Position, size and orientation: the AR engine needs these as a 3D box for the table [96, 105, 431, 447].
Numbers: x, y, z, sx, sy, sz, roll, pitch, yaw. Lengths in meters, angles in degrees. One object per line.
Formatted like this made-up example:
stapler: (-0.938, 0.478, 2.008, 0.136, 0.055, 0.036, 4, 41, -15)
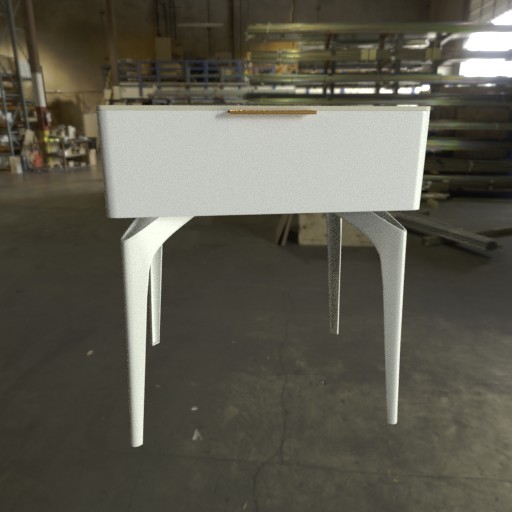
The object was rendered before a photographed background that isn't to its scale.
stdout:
table: (0.000, 0.000, 0.902, 0.500, 0.570, 0.400, -2, 17, -7)
